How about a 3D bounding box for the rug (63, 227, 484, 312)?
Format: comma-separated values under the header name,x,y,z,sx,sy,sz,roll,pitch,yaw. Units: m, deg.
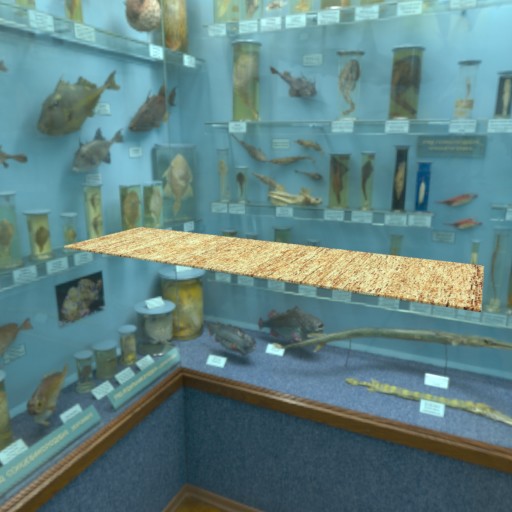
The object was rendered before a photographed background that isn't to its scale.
name,x,y,z,sx,sy,sz,roll,pitch,yaw
rug,0.000,0.000,2.437,2.237,0.014,0.680,7,17,26
